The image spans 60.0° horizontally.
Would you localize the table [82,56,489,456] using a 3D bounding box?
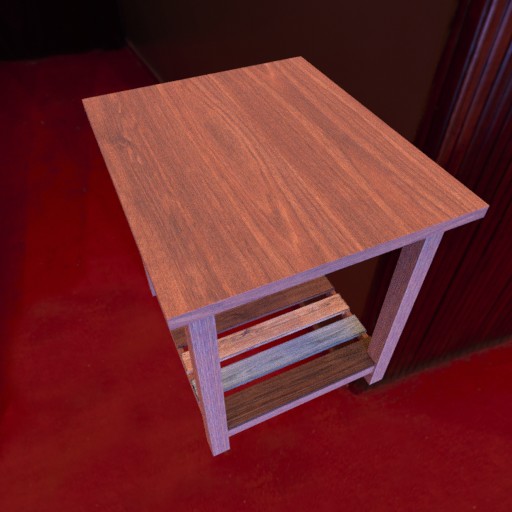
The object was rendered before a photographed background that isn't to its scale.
[{"bbox_3d":[0.000,0.000,1.100,0.559,0.635,0.660,-18,49,-17],"label":"table"}]
